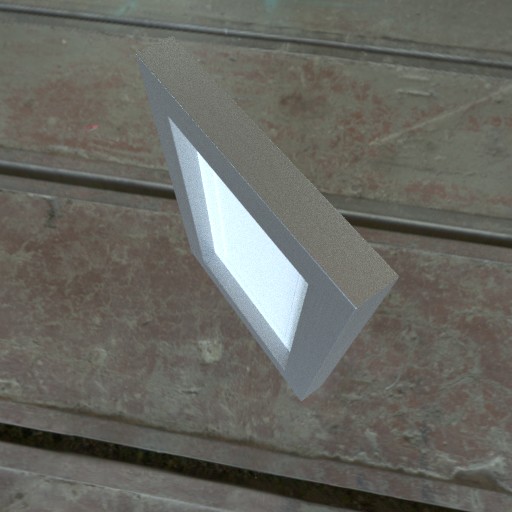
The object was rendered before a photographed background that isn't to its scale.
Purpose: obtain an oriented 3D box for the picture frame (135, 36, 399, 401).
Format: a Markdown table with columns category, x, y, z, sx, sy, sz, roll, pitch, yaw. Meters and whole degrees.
| category | x | y | z | sx | sy | sz | roll | pitch | yaw |
| --- | --- | --- | --- | --- | --- | --- | --- | --- | --- |
| picture frame | 0.000 | 0.000 | 0.278 | 0.028 | 0.208 | 0.157 | -33 | 68 | -15 |
